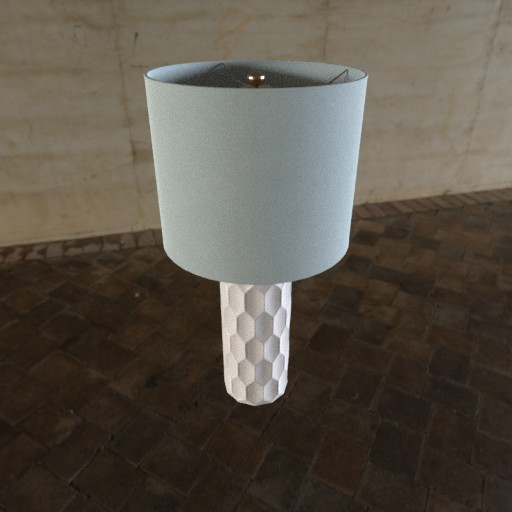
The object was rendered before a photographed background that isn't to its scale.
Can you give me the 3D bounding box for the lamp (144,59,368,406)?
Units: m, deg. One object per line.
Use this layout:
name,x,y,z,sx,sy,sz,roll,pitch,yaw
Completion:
lamp,0.000,0.000,0.689,0.277,0.534,0.277,8,30,14
